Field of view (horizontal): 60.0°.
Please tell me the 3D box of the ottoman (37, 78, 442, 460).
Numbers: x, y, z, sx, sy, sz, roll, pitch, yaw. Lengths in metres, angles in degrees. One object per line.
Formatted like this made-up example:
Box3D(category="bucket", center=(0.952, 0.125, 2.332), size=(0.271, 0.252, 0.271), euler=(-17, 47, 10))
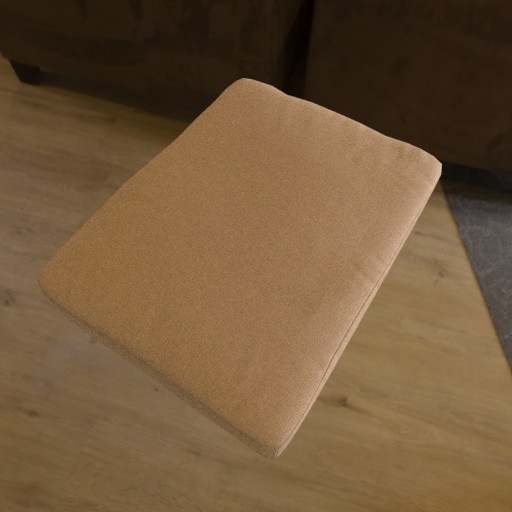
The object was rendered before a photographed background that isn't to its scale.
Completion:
Box3D(category="ottoman", center=(0.000, 0.000, 1.285), size=(0.692, 0.511, 0.902), euler=(29, 63, 16))
